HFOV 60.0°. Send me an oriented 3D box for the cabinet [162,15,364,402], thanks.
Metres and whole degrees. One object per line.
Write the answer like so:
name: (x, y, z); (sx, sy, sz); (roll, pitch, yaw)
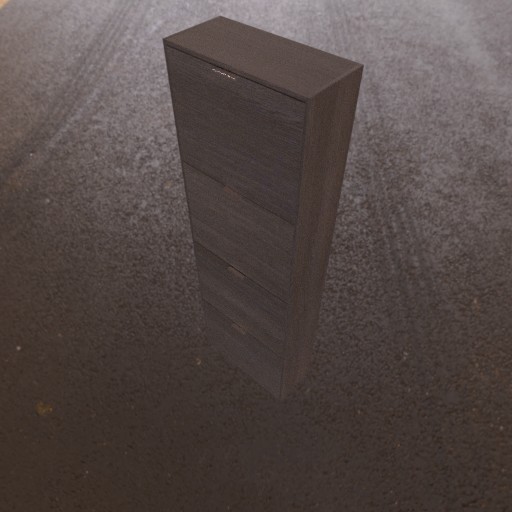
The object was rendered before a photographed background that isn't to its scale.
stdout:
cabinet: (0.000, 0.000, 1.798); (0.520, 1.630, 0.255); (33, 56, 26)
